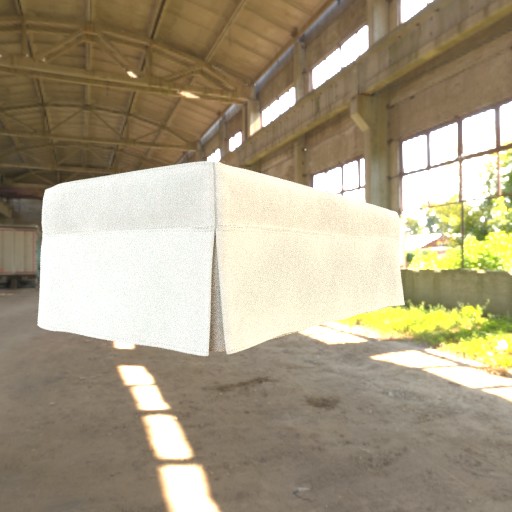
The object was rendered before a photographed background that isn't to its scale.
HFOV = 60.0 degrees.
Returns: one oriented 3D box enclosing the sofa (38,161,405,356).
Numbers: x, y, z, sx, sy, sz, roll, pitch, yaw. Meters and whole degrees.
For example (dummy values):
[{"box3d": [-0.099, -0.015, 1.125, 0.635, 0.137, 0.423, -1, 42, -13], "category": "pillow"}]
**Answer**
[{"box3d": [0.000, 0.000, 2.098, 0.939, 0.552, 1.677, 0, 0, 35], "category": "sofa"}]
